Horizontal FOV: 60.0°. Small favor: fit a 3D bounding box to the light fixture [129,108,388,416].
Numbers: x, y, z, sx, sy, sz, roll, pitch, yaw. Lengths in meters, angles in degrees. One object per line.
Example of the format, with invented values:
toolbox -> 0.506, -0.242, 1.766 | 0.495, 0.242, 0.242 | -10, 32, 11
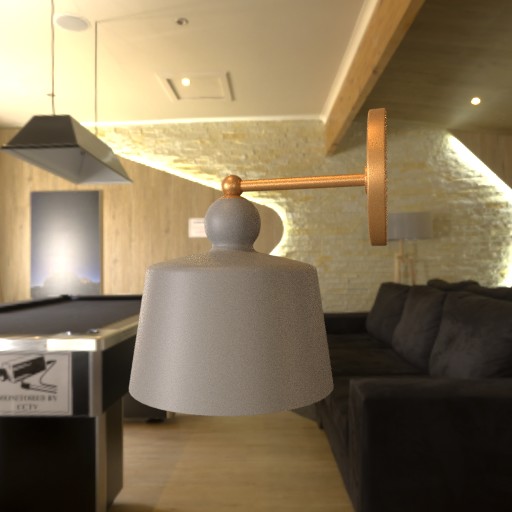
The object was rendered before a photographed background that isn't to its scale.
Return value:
light fixture -> 0.000, 0.000, 0.448 | 0.254, 0.268, 0.204 | 0, -1, 17
